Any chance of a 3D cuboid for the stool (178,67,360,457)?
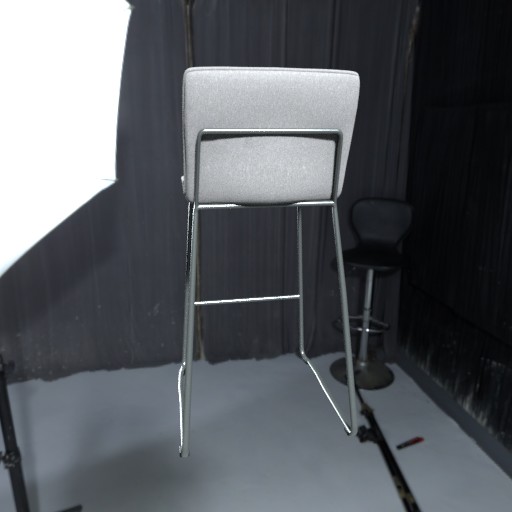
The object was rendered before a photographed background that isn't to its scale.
[{"bbox_3d":[0.000,0.000,1.285,0.490,0.960,0.490,-3,16,-10],"label":"stool"}]
